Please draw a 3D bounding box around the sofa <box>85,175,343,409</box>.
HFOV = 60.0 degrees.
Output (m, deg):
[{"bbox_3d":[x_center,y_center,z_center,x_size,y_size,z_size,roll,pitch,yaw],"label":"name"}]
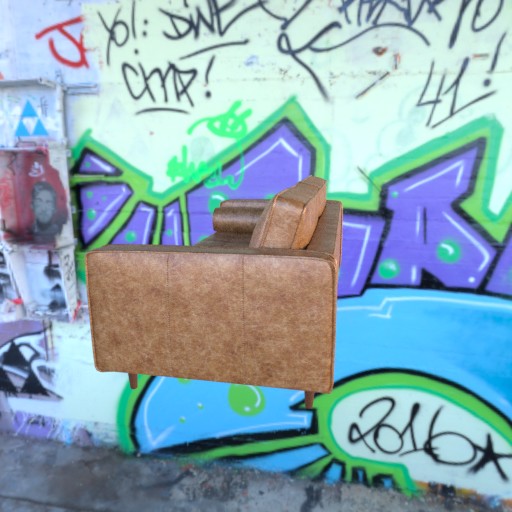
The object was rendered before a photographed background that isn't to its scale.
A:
[{"bbox_3d":[0.000,0.000,2.458,0.924,0.825,1.920,3,13,11],"label":"sofa"}]
